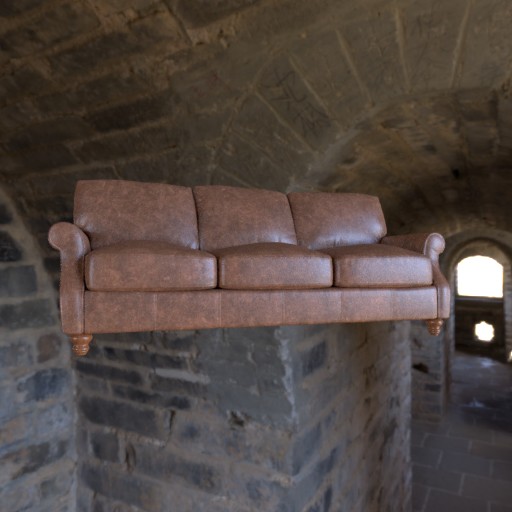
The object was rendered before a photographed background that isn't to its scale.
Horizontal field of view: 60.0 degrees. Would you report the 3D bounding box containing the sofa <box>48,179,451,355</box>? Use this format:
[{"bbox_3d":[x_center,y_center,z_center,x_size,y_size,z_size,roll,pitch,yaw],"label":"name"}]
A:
[{"bbox_3d":[0.000,0.000,2.816,2.351,0.977,0.973,0,-1,-17],"label":"sofa"}]
